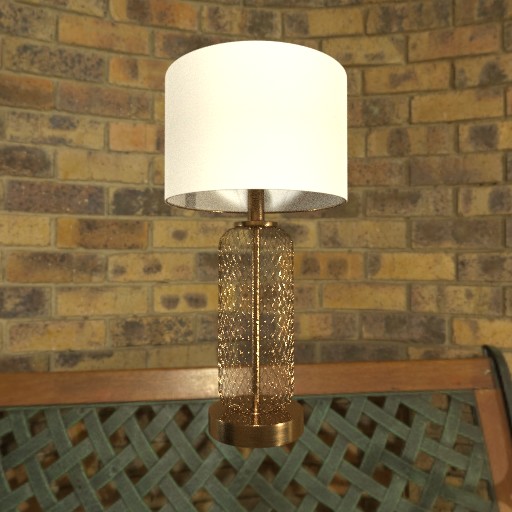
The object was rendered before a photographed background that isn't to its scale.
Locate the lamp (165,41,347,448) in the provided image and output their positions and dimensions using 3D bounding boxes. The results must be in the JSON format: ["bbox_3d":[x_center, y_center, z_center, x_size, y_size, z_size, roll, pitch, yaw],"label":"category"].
[{"bbox_3d":[0.000,0.000,0.623,0.252,0.483,0.252,1,-1,-35],"label":"lamp"}]
